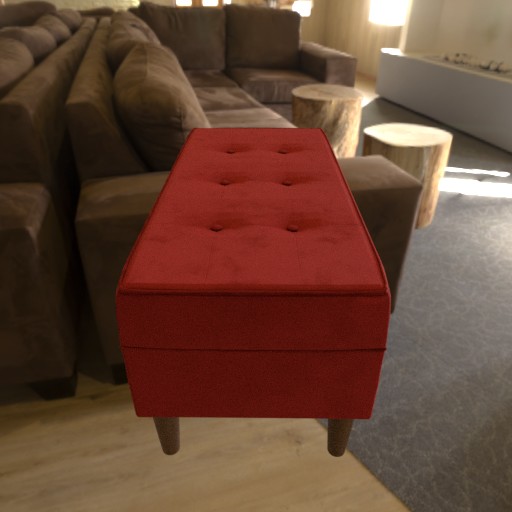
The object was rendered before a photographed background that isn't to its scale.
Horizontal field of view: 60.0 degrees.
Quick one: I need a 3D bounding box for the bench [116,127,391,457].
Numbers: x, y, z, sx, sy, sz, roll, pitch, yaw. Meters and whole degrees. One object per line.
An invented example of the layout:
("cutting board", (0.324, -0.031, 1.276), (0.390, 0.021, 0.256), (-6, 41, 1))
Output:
("bench", (0.000, 0.000, 1.278), (0.492, 0.471, 1.016), (0, 31, 1))
